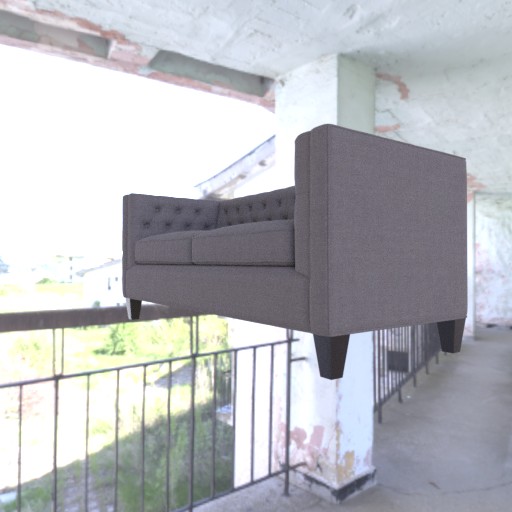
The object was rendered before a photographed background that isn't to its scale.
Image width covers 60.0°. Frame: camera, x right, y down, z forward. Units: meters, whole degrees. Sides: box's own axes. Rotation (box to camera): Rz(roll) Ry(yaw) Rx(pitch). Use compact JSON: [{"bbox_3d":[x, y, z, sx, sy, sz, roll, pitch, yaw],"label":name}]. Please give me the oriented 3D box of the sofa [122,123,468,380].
[{"bbox_3d":[0.000,0.000,2.226,0.775,0.762,1.778,0,-1,-36],"label":"sofa"}]
